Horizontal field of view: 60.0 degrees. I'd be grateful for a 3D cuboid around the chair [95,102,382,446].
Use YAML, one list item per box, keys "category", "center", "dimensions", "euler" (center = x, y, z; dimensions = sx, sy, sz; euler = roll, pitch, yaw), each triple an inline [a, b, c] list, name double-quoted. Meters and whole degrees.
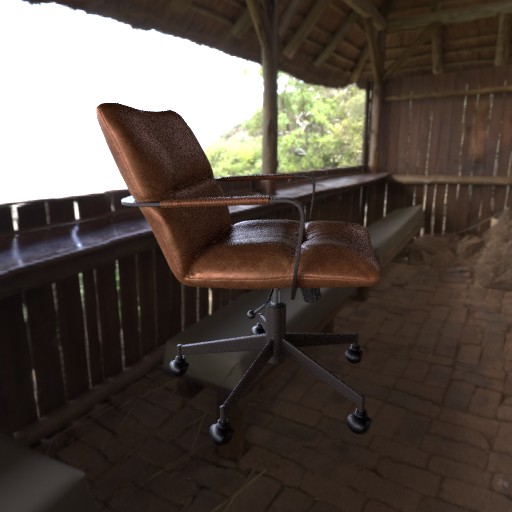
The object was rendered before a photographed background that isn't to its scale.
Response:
- category: "chair"
  center: [0.000, 0.000, 1.429]
  dimensions: [0.754, 0.922, 0.727]
  euler: [3, 16, 9]
